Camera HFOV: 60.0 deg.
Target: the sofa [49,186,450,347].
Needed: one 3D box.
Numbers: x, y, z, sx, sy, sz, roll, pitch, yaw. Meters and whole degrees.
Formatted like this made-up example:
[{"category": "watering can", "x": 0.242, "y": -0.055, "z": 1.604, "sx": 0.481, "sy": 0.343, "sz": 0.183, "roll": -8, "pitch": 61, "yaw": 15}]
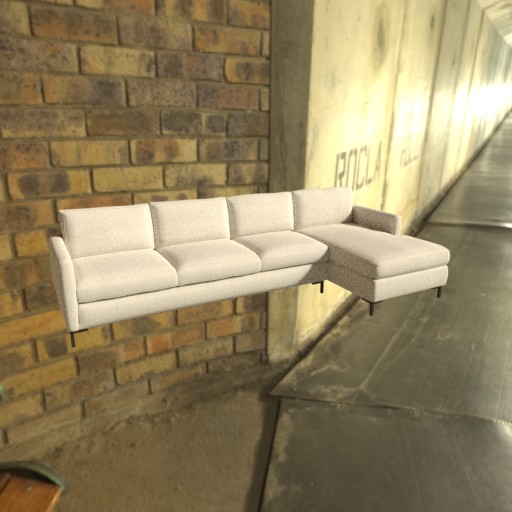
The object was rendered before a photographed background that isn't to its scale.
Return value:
[{"category": "sofa", "x": 0.000, "y": 0.000, "z": 2.944, "sx": 2.445, "sy": 0.677, "sz": 1.126, "roll": -9, "pitch": 19, "yaw": -27}]
